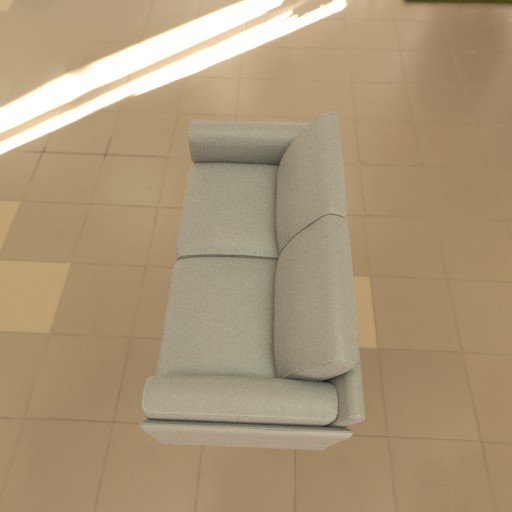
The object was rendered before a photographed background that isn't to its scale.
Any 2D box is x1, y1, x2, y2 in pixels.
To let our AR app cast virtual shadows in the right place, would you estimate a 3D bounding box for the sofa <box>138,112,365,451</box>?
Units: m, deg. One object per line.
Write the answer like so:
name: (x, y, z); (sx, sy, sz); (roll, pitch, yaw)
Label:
sofa: (0.000, 0.000, 2.709); (1.049, 0.930, 2.101); (2, 58, 1)
